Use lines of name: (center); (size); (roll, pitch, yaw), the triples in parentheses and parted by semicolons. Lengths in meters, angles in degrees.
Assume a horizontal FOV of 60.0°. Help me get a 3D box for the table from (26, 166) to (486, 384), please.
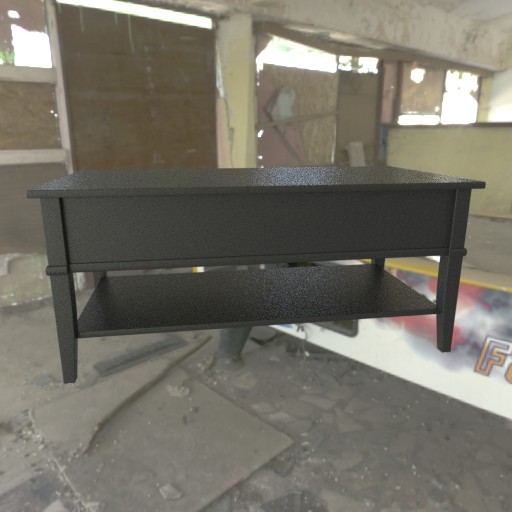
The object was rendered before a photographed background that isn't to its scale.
table: (0.000, 0.000, 1.303); (1.044, 0.470, 0.523); (-2, 16, -9)
